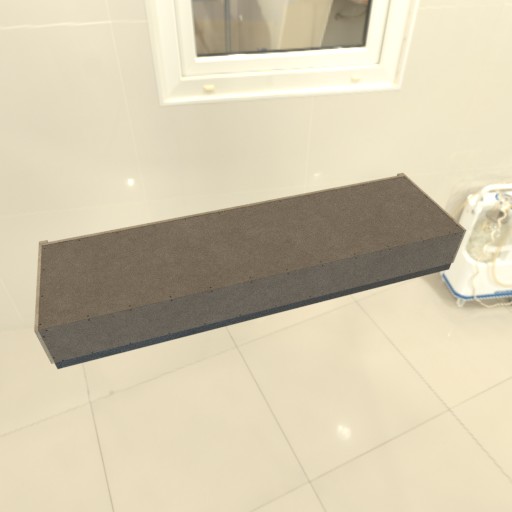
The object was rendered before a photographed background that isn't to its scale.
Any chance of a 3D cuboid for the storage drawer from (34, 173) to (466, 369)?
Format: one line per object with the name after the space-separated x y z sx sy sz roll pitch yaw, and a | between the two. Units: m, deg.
0.000 0.000 2.322 2.072 0.274 0.591 -12 43 -14 | storage drawer
